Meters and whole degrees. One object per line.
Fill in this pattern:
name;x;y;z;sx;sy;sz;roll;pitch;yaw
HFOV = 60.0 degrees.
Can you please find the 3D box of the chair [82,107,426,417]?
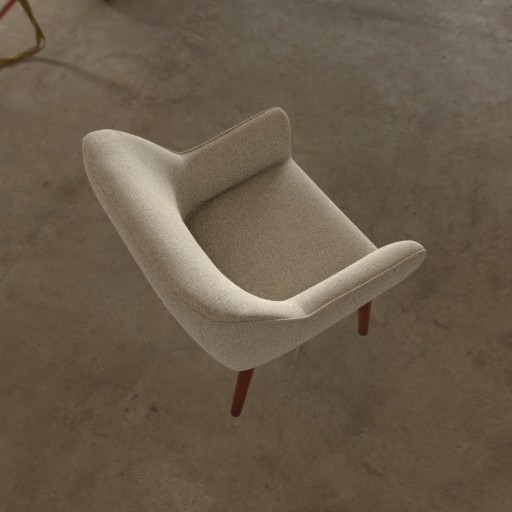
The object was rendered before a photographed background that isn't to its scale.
chair;0.000;0.000;1.228;0.610;0.813;0.610;-30;64;-17
